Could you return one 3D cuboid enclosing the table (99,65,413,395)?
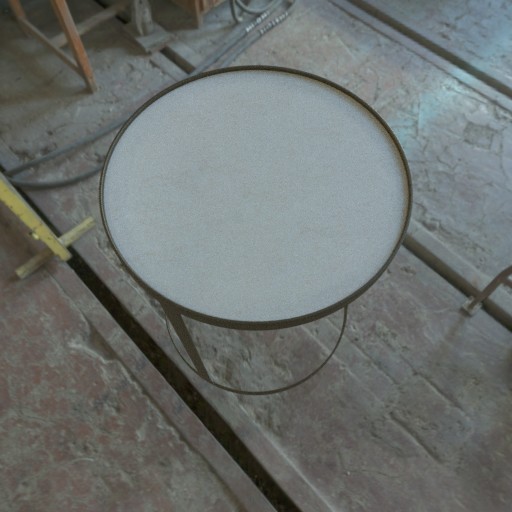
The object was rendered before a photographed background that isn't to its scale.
[{"bbox_3d":[0.000,0.000,0.936,0.480,0.565,0.480,0,64,0],"label":"table"}]
